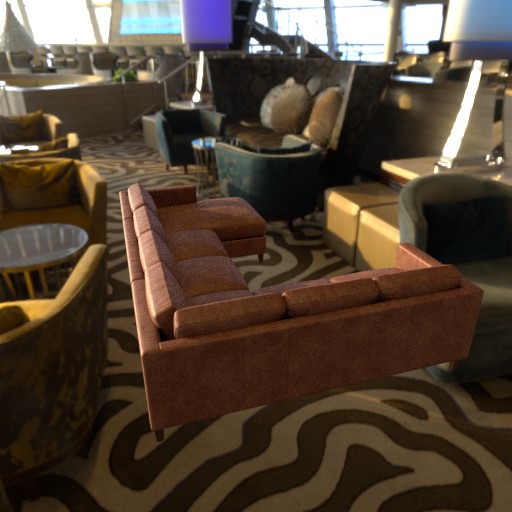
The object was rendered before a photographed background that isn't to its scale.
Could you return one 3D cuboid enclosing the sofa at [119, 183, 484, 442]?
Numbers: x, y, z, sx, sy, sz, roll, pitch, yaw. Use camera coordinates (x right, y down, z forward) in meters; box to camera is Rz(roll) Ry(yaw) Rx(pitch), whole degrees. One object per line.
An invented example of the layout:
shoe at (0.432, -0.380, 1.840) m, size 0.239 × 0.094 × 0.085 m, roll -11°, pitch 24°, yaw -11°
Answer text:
sofa at (0.000, 0.000, 4.438) m, size 2.452 × 0.888 × 3.324 m, roll -8°, pitch 27°, yaw -16°
